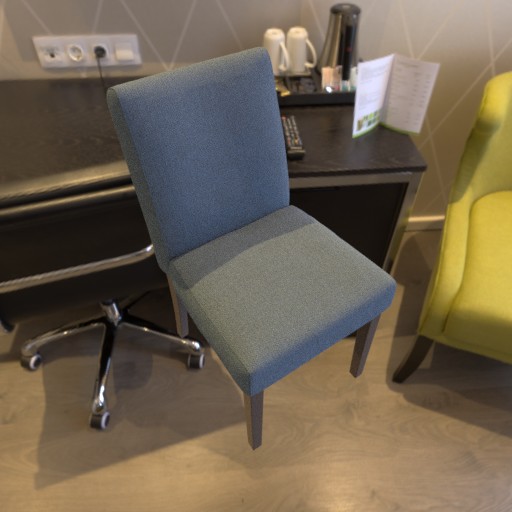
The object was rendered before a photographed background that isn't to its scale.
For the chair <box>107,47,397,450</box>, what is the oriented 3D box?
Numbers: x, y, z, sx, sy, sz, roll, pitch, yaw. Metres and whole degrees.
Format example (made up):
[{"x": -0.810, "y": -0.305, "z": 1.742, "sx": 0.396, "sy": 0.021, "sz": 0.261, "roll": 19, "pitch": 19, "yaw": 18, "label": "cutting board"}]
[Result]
[{"x": 0.000, "y": 0.000, "z": 1.242, "sx": 0.487, "sy": 0.882, "sz": 0.629, "roll": -27, "pitch": 52, "yaw": -23, "label": "chair"}]
